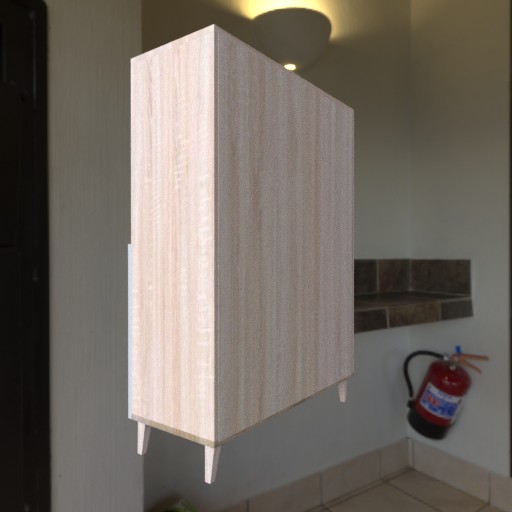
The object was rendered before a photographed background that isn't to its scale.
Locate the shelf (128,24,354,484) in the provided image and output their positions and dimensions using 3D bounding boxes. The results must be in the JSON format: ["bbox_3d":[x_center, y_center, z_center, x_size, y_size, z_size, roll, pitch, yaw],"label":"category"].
[{"bbox_3d":[0.000,0.000,1.865,0.434,1.405,0.995,0,0,37],"label":"shelf"}]
